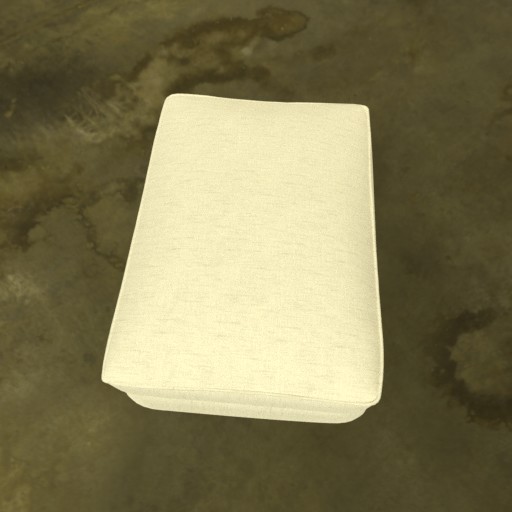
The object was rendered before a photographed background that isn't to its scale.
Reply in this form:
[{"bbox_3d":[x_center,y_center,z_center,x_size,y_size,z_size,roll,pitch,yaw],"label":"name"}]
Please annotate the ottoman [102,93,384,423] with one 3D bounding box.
[{"bbox_3d":[0.000,0.000,0.981,0.501,0.406,0.665,4,63,2],"label":"ottoman"}]
